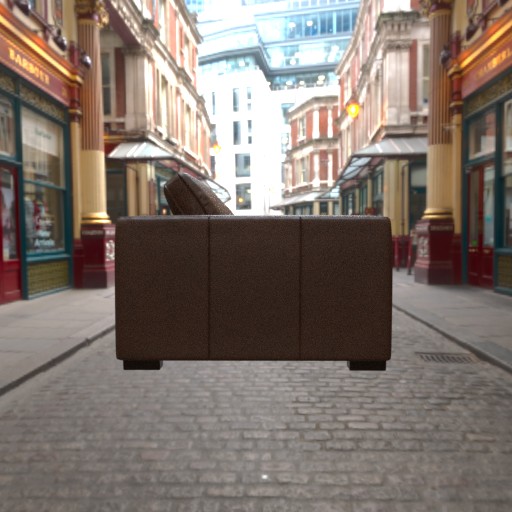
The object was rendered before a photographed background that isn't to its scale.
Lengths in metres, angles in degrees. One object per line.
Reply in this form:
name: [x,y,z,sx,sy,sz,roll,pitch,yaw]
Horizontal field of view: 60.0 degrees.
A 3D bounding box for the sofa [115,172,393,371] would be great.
sofa: [0.000,0.000,2.768,1.070,0.801,2.262,0,2,1]
